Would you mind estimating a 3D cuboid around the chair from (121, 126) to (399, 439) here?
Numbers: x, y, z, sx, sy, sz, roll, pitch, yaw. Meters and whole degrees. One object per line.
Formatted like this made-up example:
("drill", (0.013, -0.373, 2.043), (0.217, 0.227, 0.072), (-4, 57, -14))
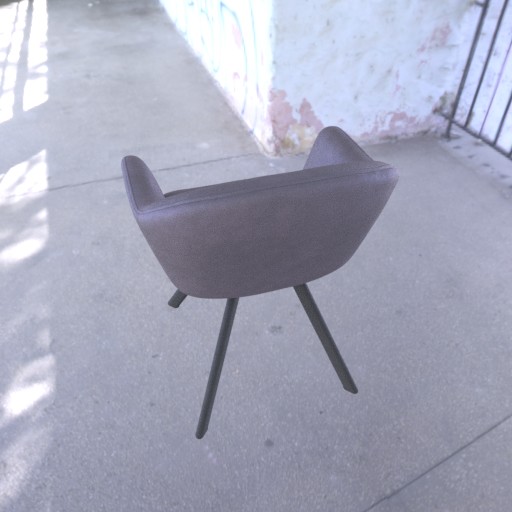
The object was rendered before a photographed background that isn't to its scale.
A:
("chair", (0.000, 0.000, 1.143), (0.567, 0.781, 0.544), (-12, 44, -12))
